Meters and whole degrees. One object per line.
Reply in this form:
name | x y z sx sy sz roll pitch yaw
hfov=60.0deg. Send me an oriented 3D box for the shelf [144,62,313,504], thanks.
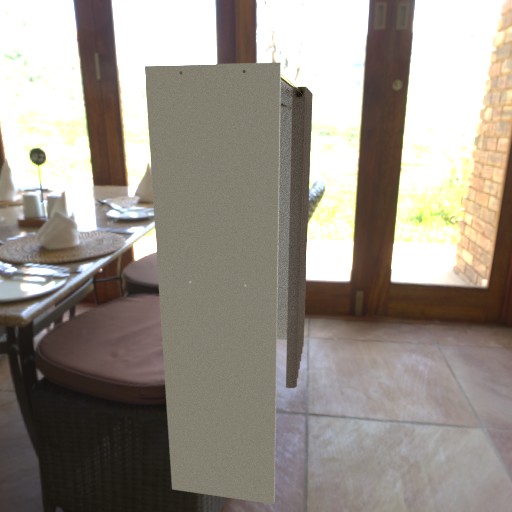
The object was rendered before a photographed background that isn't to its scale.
shelf | 0.000 0.000 2.510 0.500 1.820 1.600 3 17 10
